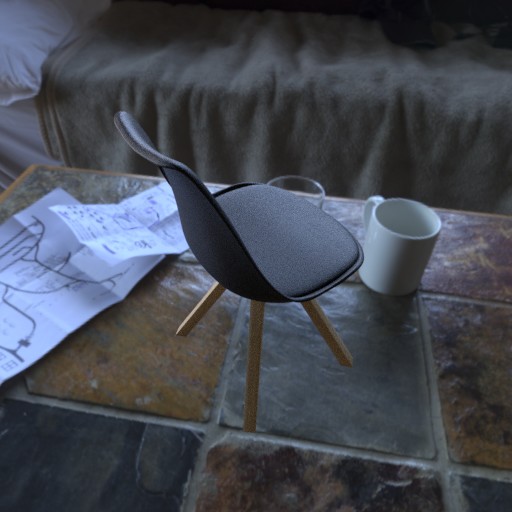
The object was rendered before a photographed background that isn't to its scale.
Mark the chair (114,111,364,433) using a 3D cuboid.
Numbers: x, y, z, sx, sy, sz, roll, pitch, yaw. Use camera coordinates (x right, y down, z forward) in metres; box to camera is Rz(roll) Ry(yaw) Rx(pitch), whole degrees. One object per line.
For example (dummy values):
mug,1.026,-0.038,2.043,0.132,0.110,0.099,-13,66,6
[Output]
chair,0.000,0.000,1.185,0.549,0.850,0.485,-25,48,-25
